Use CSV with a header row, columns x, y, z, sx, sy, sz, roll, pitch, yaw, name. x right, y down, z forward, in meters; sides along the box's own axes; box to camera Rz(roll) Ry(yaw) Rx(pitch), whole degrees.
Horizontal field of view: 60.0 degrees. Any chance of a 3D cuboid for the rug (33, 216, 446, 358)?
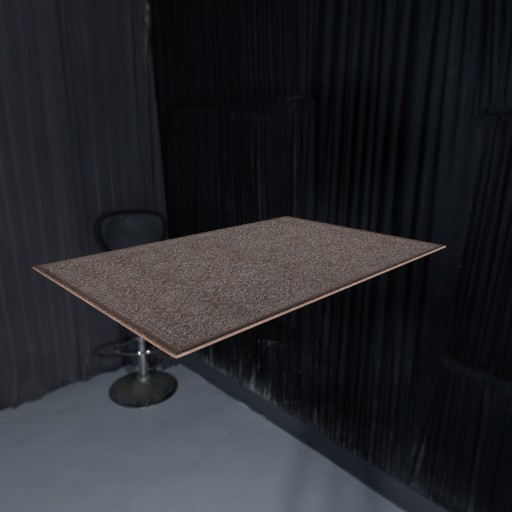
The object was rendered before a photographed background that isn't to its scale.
x,y,z,sx,sy,sz,roll,pitch,yaw,name
0.000,0.000,2.908,2.286,0.011,1.524,-15,22,-42,rug
